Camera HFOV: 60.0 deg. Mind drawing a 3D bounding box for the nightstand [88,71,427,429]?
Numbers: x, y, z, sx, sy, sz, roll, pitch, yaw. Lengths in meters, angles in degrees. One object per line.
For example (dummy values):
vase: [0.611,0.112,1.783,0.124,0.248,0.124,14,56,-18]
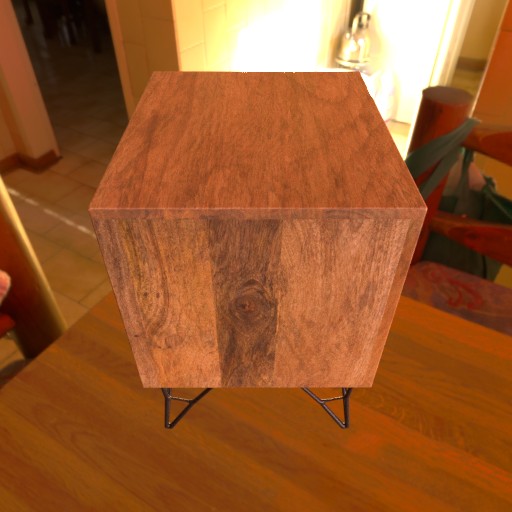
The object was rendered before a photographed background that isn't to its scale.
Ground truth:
nightstand: [0.000,0.000,0.879,0.406,0.559,0.457,0,42,0]
